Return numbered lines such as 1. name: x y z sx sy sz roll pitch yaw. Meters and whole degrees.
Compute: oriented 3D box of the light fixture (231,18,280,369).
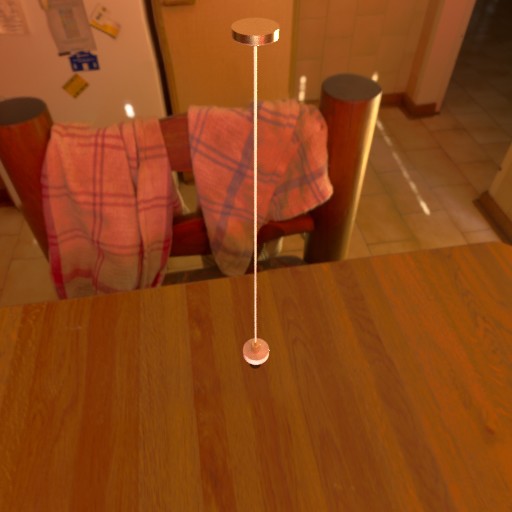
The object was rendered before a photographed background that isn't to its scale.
1. light fixture: 0.000 0.000 1.712 0.129 1.669 0.129 -31 54 -26
